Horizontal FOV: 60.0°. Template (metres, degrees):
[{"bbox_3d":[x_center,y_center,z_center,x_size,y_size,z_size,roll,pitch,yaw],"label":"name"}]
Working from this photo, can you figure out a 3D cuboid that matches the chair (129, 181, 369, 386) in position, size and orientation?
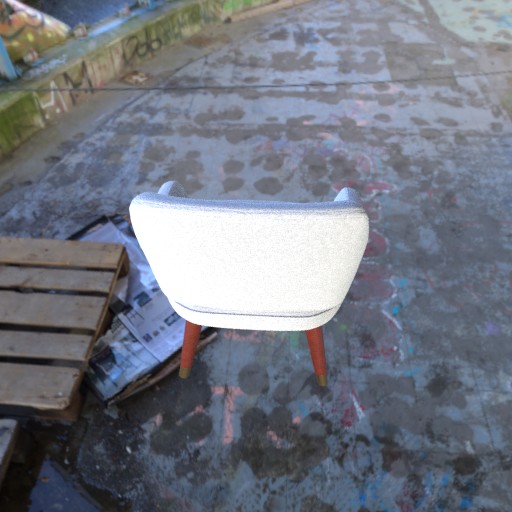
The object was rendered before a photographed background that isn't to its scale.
[{"bbox_3d":[0.000,0.000,1.302,0.609,0.889,0.600,3,48,2],"label":"chair"}]
